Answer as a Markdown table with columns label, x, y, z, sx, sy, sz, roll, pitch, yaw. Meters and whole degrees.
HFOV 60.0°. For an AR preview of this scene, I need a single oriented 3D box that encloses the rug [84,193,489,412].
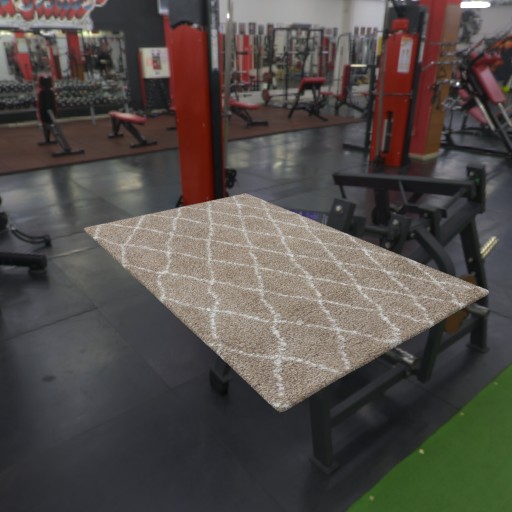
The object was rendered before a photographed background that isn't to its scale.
| label | x | y | z | sx | sy | sz | roll | pitch | yaw |
| --- | --- | --- | --- | --- | --- | --- | --- | --- | --- |
| rug | 0.000 | 0.000 | 3.415 | 1.778 | 0.030 | 2.743 | -17 | 30 | -33 |
